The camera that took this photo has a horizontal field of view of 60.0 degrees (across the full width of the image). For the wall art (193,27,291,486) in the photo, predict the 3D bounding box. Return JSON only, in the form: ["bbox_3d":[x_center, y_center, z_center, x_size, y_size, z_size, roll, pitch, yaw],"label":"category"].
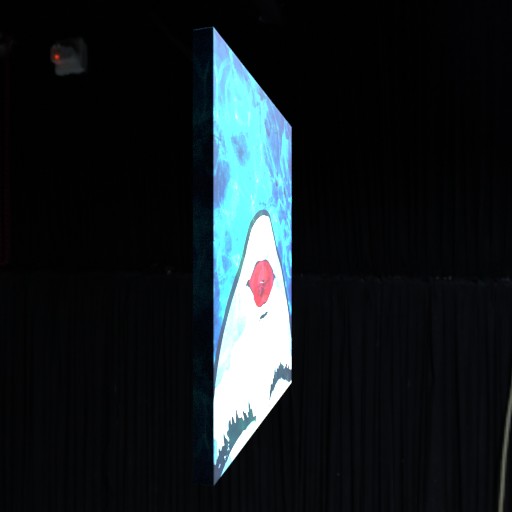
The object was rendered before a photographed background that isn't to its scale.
[{"bbox_3d":[0.000,0.000,1.030,0.038,0.760,0.609,0,0,17],"label":"wall art"}]
